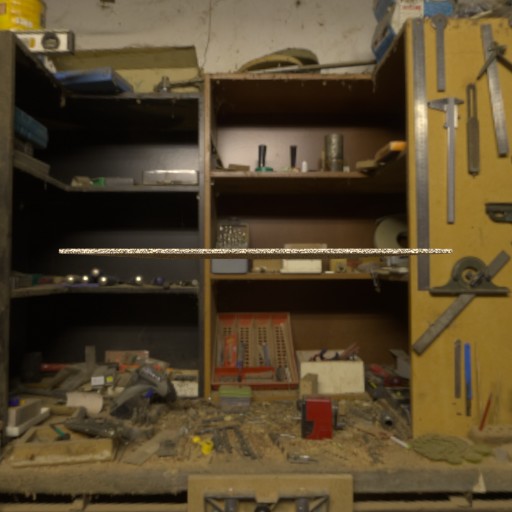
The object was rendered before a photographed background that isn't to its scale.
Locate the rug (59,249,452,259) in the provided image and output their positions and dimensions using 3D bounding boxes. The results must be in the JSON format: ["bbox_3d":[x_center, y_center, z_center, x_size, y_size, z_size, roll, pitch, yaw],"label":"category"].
[{"bbox_3d":[0.000,0.000,2.855,1.532,0.018,2.297,0,-1,0],"label":"rug"}]
